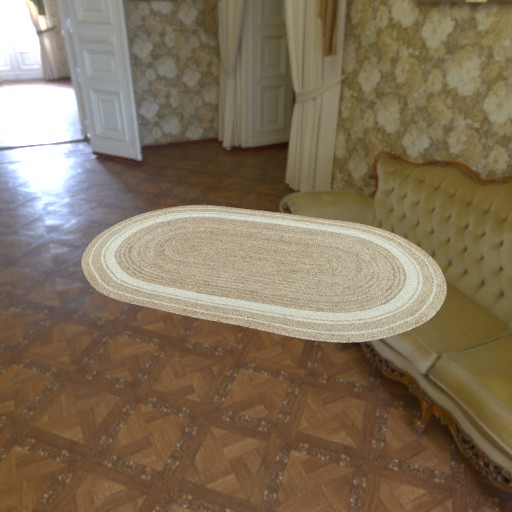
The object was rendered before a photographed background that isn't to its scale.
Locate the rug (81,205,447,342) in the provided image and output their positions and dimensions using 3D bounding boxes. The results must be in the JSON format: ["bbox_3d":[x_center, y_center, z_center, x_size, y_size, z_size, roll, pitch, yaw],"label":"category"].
[{"bbox_3d":[0.000,0.000,3.022,2.432,0.006,1.520,9,30,15],"label":"rug"}]
